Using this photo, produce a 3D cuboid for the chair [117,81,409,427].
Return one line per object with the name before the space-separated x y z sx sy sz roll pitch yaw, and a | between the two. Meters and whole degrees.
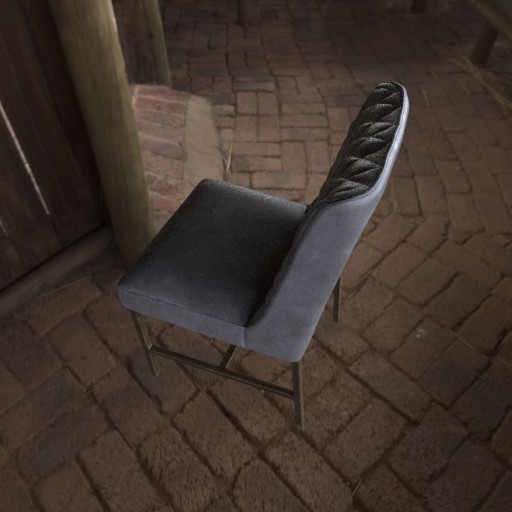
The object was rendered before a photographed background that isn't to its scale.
chair | 0.000 0.000 1.213 0.587 0.889 0.508 17 49 15
